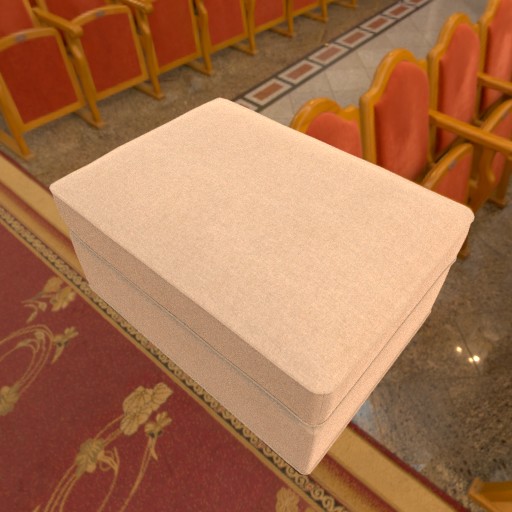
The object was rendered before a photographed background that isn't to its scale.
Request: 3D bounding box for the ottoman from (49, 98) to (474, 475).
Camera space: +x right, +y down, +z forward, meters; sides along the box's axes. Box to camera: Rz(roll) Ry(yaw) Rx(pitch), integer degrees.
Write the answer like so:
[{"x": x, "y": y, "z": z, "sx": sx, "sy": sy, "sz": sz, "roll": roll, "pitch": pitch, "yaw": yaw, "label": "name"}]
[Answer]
[{"x": 0.000, "y": 0.000, "z": 1.194, "sx": 0.846, "sy": 0.503, "sz": 0.617, "roll": 33, "pitch": 55, "yaw": 27, "label": "ottoman"}]
